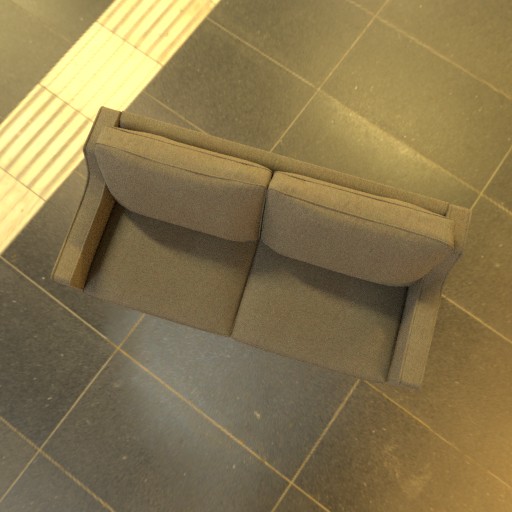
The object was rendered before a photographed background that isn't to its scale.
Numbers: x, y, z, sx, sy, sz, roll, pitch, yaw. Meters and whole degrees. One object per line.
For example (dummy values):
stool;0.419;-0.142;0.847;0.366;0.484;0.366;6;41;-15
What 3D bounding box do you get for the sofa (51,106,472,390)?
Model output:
sofa;0.000;0.000;2.739;2.181;1.074;1.073;16;79;3
